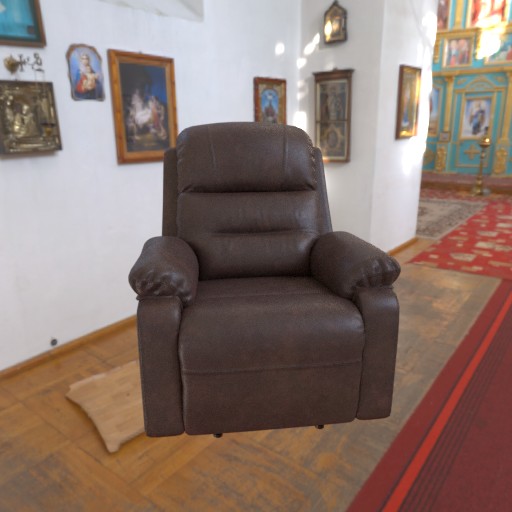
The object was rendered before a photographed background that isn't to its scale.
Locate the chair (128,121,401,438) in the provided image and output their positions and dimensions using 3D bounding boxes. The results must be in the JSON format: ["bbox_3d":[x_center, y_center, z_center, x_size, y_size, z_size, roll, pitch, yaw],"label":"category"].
[{"bbox_3d":[0.000,0.000,1.679,0.855,0.992,0.919,-2,16,-7],"label":"chair"}]
